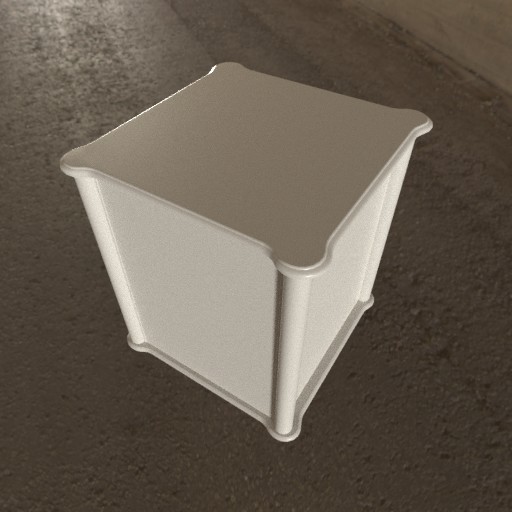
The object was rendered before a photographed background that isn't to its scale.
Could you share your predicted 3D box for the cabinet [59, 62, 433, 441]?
[{"bbox_3d":[0.000,0.000,1.252,0.628,0.761,0.627,25,50,22],"label":"cabinet"}]
